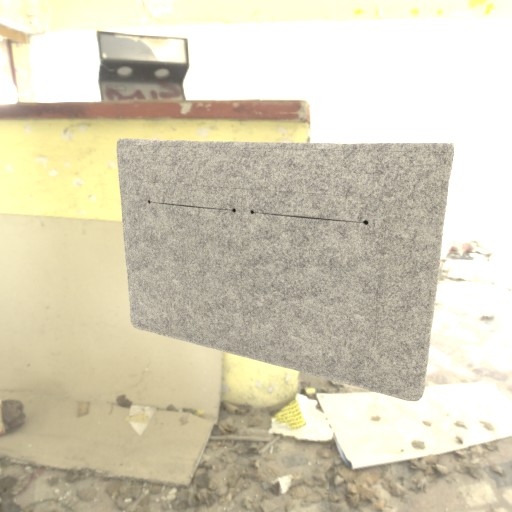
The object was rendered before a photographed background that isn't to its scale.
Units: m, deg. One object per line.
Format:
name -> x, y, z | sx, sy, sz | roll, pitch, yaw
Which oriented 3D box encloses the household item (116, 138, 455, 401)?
household item -> 0.000, 0.000, 0.436 | 0.335, 0.221, 0.057 | 8, 18, 27
